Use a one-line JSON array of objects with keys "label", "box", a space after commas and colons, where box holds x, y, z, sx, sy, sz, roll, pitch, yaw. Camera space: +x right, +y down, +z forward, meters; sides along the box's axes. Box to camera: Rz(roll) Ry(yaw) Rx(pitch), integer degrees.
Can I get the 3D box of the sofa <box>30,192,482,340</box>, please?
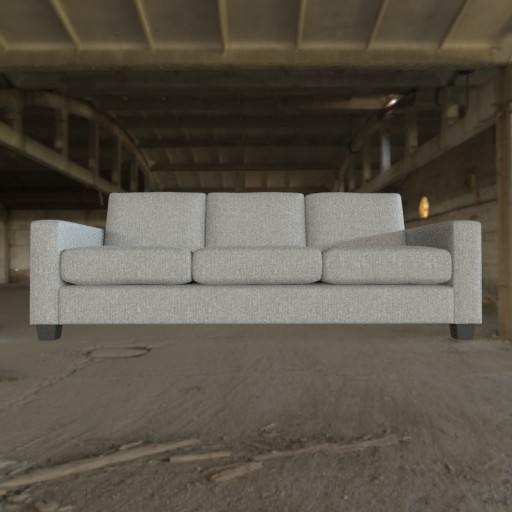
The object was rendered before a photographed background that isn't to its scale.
[{"label": "sofa", "box": [0.000, 0.000, 2.501, 2.120, 0.800, 0.900, 0, -1, -1]}]
